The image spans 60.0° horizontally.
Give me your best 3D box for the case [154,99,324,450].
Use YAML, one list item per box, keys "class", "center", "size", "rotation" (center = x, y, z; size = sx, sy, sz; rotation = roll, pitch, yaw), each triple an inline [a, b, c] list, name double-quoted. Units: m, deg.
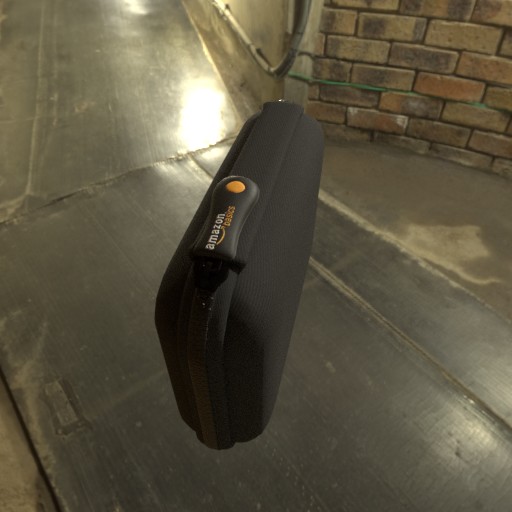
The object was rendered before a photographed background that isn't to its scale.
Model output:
- class: "case"
  center: [0.000, 0.000, 0.182]
  size: [0.038, 0.105, 0.132]
  rotation: [10, 46, 10]
